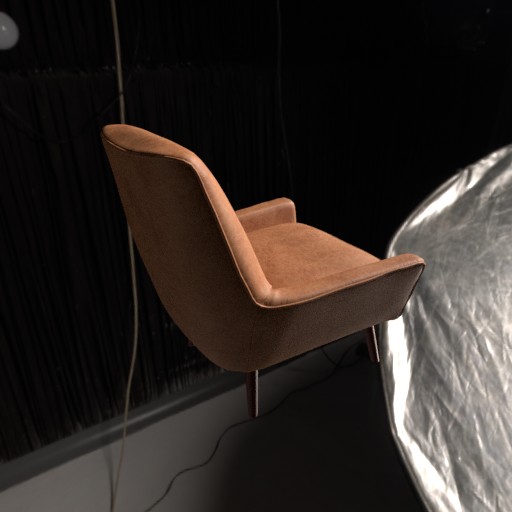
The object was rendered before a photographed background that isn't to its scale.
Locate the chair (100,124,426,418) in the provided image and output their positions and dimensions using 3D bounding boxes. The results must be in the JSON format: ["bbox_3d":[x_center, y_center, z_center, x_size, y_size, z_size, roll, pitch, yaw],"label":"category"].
[{"bbox_3d":[0.000,0.000,1.496,0.851,0.883,0.753,-17,31,-30],"label":"chair"}]
